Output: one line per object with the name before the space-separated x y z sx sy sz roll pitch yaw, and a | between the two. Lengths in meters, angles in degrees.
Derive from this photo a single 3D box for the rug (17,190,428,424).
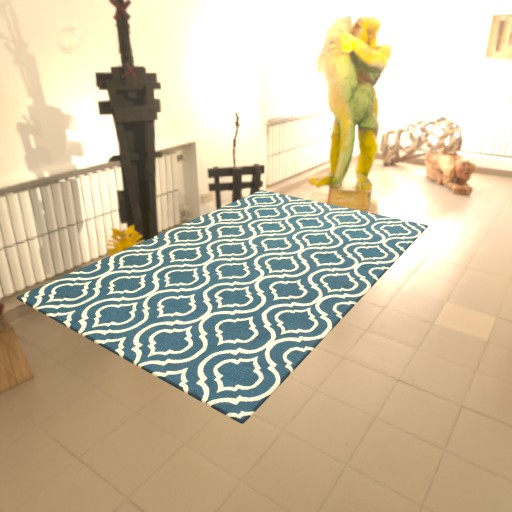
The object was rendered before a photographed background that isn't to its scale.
rug | 0.000 0.000 2.142 1.143 0.010 1.753 17 31 31
